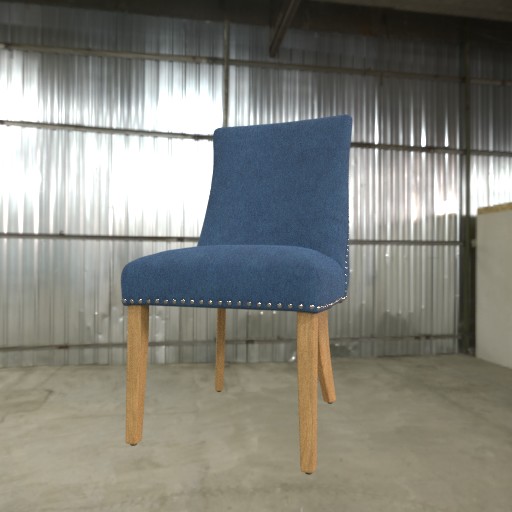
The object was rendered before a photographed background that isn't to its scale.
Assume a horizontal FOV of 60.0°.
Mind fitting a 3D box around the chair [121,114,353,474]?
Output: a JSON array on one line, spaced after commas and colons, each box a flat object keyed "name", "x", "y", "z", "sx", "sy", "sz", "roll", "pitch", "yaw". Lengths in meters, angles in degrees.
[{"name": "chair", "x": 0.000, "y": 0.000, "z": 1.248, "sx": 0.495, "sy": 0.902, "sz": 0.610, "roll": 0, "pitch": 0, "yaw": 19}]
